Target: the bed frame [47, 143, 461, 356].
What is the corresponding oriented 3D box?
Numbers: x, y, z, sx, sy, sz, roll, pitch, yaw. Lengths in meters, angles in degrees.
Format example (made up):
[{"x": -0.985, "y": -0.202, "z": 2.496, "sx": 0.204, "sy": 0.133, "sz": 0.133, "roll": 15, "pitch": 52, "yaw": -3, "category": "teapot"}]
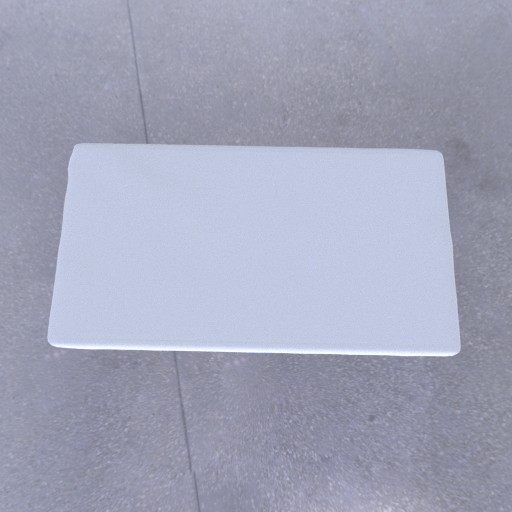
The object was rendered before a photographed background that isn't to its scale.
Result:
[{"x": 0.000, "y": 0.000, "z": 2.375, "sx": 1.908, "sy": 0.640, "sz": 1.025, "roll": 1, "pitch": 75, "yaw": 0, "category": "bed frame"}]
